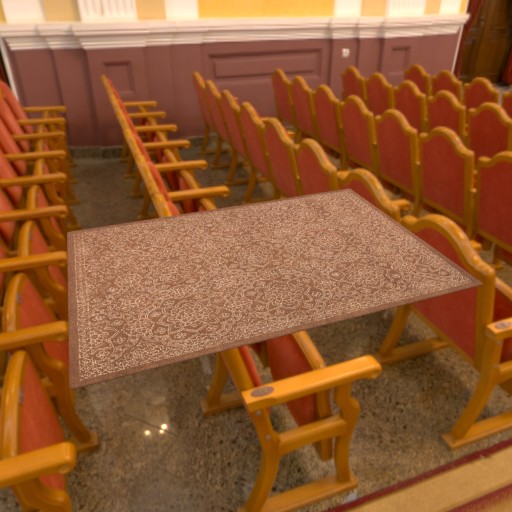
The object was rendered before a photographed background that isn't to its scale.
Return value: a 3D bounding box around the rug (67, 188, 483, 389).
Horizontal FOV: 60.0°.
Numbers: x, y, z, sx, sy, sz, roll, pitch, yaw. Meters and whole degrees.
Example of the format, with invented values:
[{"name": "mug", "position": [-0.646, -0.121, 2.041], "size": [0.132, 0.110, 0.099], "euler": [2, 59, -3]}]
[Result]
[{"name": "rug", "position": [0.000, 0.000, 2.867], "size": [2.286, 0.011, 1.524], "euler": [-11, 33, -17]}]
